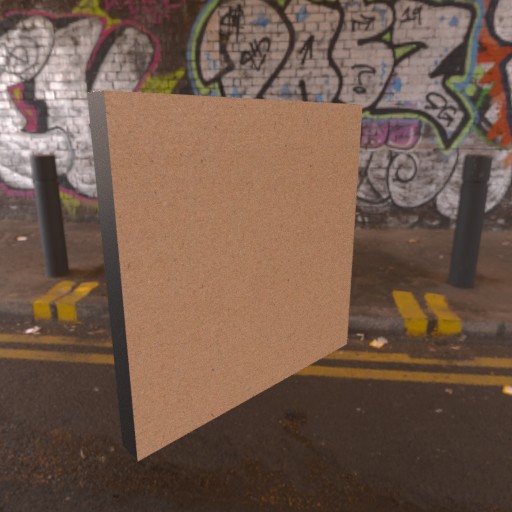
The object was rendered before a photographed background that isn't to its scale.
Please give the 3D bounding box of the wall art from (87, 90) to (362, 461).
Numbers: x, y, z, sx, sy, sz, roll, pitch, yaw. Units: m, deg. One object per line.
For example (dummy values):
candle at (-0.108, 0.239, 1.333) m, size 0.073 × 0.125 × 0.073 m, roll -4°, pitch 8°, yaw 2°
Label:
wall art at (0.000, 0.000, 0.478) m, size 0.327 × 0.318 × 0.029 m, roll -15°, pitch 22°, yaw -42°
